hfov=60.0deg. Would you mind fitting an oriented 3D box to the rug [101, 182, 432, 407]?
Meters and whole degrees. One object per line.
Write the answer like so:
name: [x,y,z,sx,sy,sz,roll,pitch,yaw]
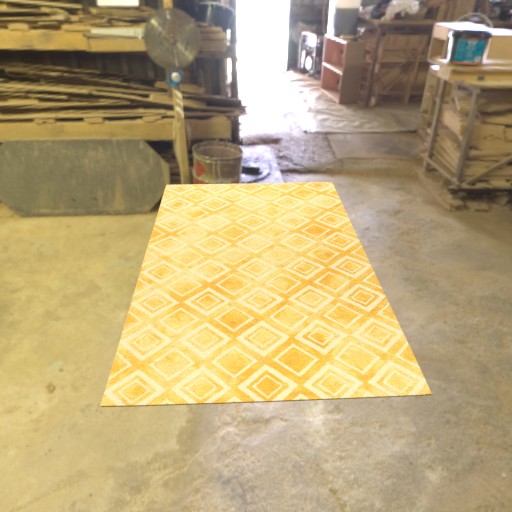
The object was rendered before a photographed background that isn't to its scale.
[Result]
rug: [0.000,0.000,3.019,1.511,0.010,2.424,-1,33,-2]
